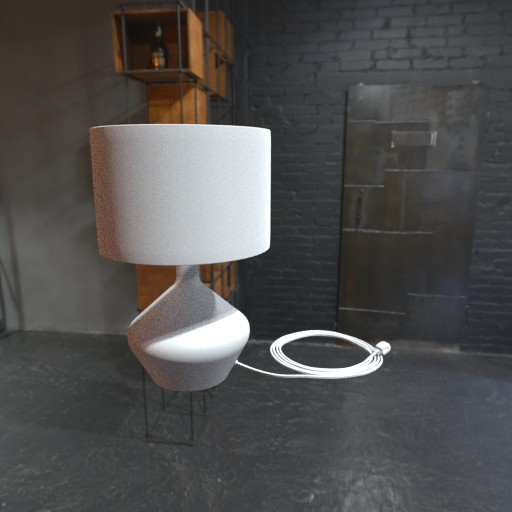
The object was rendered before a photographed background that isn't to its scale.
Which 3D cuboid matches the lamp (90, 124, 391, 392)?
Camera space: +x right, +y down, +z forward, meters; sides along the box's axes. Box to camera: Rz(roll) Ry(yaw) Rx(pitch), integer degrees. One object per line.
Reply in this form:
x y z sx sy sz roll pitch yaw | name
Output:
0.000 0.000 0.844 0.546 0.457 0.401 2 13 9 | lamp
